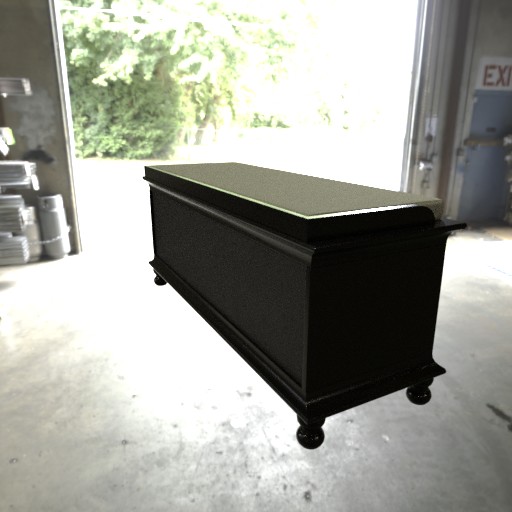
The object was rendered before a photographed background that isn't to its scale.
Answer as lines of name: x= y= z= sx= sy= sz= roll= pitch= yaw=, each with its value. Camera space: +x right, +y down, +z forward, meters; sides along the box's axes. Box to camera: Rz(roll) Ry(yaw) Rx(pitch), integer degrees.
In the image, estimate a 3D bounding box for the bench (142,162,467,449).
bench: x=0.000 y=0.000 z=1.424 sx=0.402 sy=0.501 sz=1.185 roll=-9 pitch=19 yaw=-27
